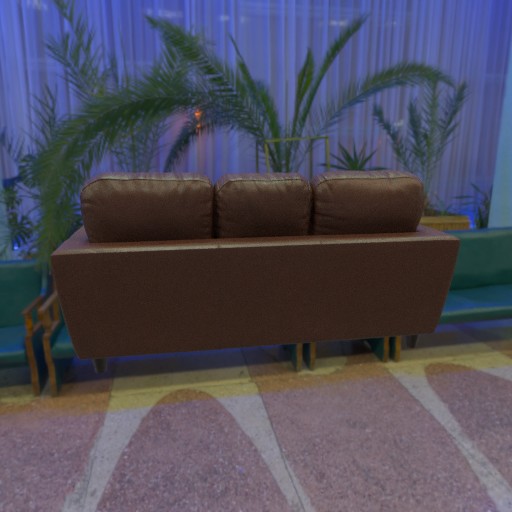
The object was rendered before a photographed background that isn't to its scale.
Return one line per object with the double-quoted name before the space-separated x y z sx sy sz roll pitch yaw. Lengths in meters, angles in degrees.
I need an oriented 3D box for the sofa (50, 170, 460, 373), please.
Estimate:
"sofa" 0.000 0.000 2.366 1.862 0.915 0.802 -2 14 -9
